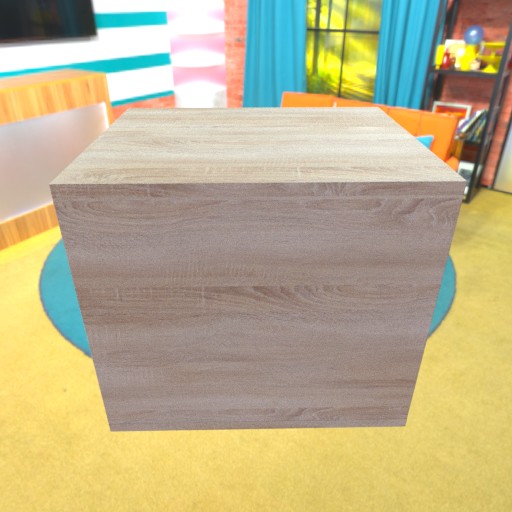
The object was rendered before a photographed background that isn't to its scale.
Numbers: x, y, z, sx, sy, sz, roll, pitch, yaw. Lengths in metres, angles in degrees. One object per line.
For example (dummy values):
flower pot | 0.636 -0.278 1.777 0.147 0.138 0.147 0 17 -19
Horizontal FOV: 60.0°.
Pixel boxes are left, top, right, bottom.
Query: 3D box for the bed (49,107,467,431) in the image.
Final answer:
bed | 0.000 0.000 0.765 0.460 0.420 0.401 -1 30 -1
